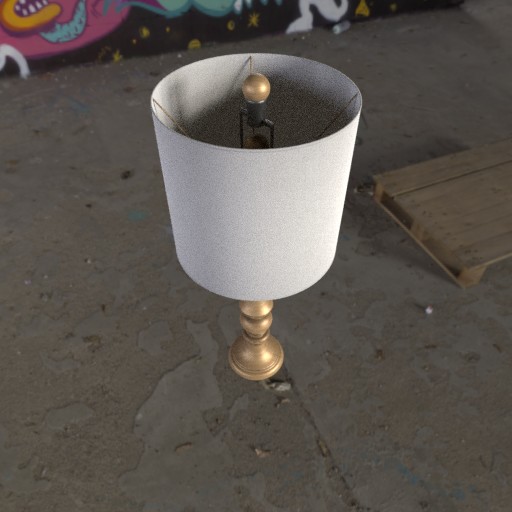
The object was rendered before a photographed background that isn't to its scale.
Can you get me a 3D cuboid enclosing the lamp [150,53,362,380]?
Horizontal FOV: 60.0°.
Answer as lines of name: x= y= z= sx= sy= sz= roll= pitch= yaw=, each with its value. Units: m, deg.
lamp: x=0.000 y=0.000 z=0.726 sx=0.250 sy=0.597 sz=0.250 roll=-2 pitch=45 yaw=-2
